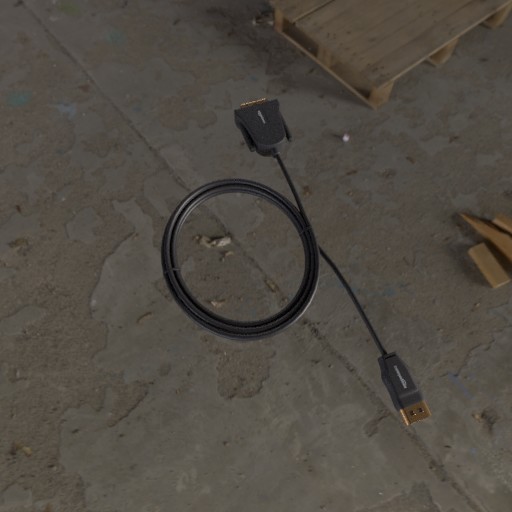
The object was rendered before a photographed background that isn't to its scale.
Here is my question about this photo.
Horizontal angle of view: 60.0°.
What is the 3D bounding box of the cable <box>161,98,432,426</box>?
[{"bbox_3d":[0.000,0.000,0.325,0.136,0.015,0.281,-17,65,-8],"label":"cable"}]
